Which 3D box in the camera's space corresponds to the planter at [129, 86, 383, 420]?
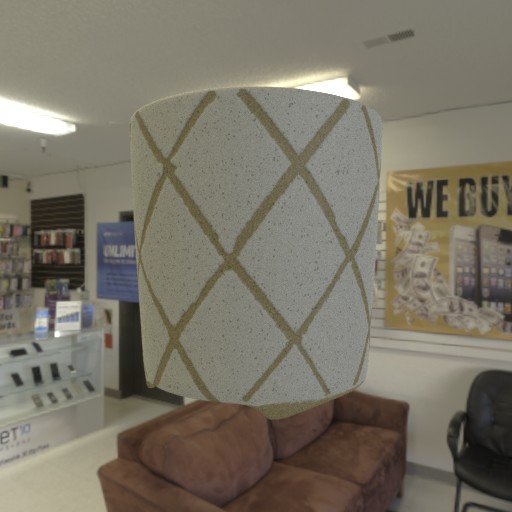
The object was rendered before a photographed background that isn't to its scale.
[{"bbox_3d":[0.000,0.000,0.416,0.228,0.235,0.228,0,1,0],"label":"planter"}]
